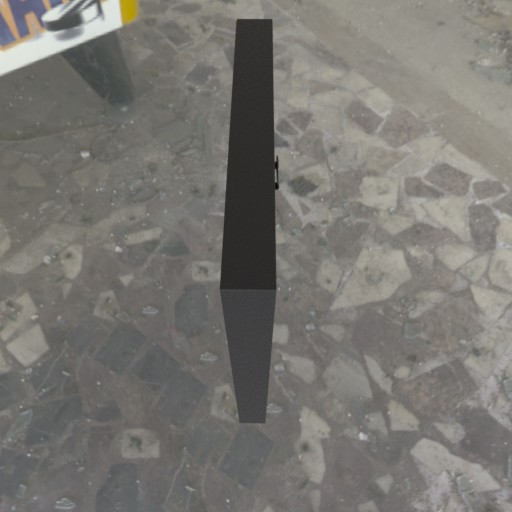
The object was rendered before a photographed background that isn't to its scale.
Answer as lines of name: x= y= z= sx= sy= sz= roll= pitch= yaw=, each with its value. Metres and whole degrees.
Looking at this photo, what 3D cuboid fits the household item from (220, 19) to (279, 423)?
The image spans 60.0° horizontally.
household item: x=0.000 y=0.000 z=0.234 sx=0.022 sy=0.178 sz=0.133 roll=1 pitch=58 yaw=0
